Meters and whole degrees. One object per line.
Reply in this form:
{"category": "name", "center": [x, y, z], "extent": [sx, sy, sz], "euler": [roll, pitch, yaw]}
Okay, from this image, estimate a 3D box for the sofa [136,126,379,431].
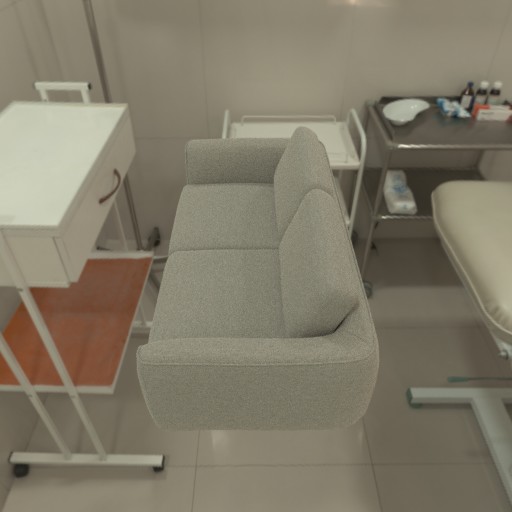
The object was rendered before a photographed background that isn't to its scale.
{"category": "sofa", "center": [0.000, 0.000, 2.246], "extent": [0.920, 0.850, 1.700], "euler": [0, 41, 0]}
